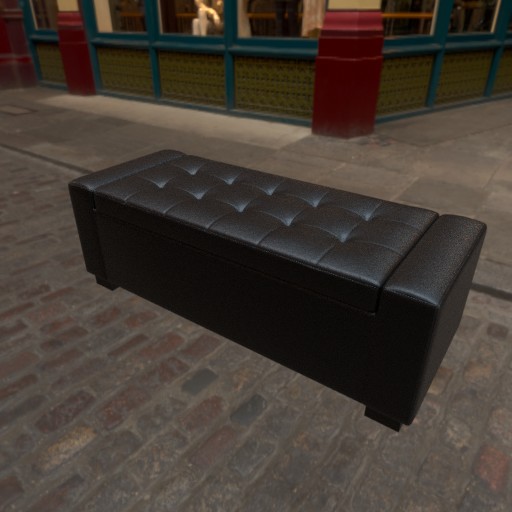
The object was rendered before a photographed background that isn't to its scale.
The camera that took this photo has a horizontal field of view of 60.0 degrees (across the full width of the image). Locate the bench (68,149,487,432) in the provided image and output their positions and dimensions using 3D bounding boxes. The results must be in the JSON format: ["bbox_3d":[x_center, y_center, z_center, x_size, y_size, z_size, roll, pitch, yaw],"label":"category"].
[{"bbox_3d":[0.000,0.000,1.525,1.296,0.445,0.508,19,35,30],"label":"bench"}]
